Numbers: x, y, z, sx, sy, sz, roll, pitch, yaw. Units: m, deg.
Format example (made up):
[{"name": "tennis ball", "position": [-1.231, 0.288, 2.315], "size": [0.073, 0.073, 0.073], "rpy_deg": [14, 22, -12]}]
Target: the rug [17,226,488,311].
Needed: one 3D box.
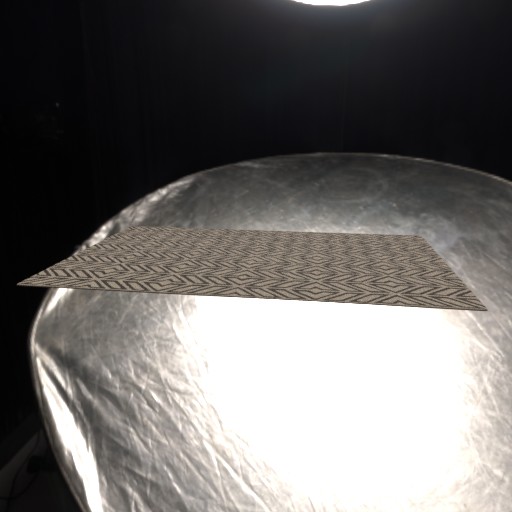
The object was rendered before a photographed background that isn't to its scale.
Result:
[{"name": "rug", "position": [0.000, 0.000, 2.976], "size": [2.438, 0.008, 1.523], "rpy_deg": [2, 16, 8]}]
